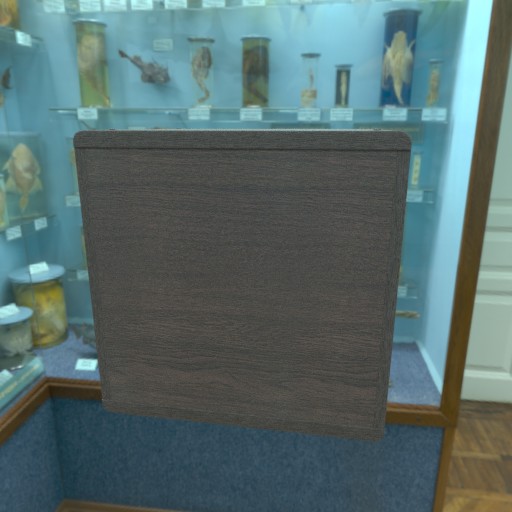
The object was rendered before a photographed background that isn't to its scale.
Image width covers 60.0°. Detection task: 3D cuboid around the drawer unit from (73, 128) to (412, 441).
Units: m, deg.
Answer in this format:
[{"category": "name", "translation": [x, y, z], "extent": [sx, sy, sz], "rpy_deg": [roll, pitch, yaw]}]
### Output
[{"category": "drawer unit", "translation": [0.000, 0.000, 0.622], "extent": [0.344, 0.344, 0.290], "rpy_deg": [3, 16, 9]}]
